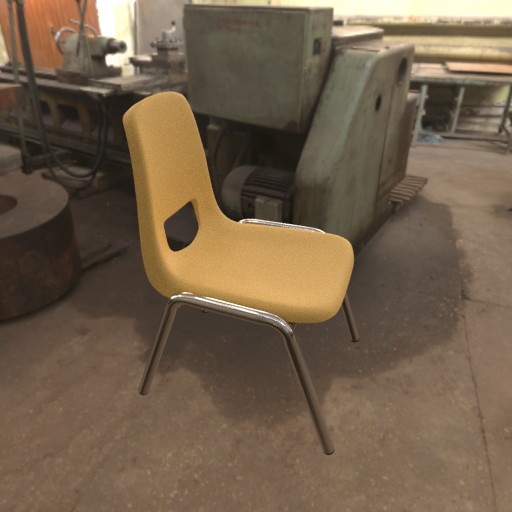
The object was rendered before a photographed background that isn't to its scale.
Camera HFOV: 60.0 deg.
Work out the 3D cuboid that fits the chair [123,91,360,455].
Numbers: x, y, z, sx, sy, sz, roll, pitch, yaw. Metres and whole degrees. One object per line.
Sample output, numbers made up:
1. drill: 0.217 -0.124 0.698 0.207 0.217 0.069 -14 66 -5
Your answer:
1. chair: 0.000 0.000 0.874 0.423 0.586 0.354 10 31 17
